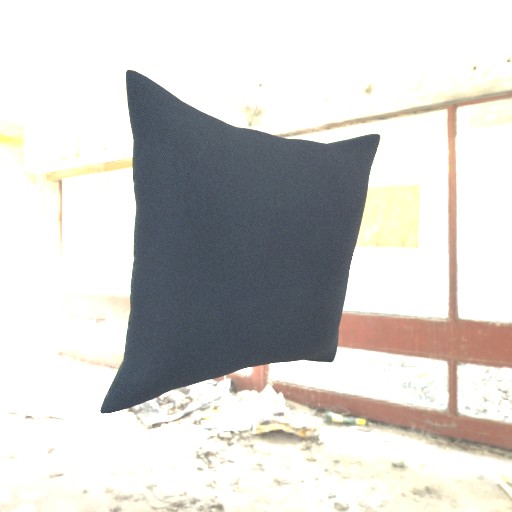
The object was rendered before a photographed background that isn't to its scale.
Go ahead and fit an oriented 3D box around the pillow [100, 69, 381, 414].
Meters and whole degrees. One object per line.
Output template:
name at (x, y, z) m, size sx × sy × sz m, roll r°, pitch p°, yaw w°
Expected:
pillow at (0.000, 0.000, 0.688) m, size 0.453 × 0.430 × 0.200 m, roll 0°, pitch 0°, yaw -36°
